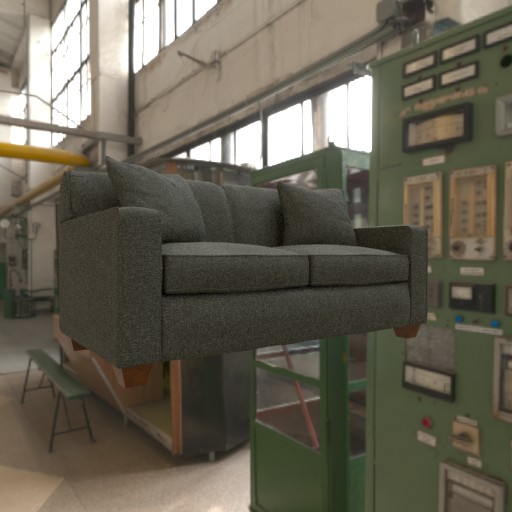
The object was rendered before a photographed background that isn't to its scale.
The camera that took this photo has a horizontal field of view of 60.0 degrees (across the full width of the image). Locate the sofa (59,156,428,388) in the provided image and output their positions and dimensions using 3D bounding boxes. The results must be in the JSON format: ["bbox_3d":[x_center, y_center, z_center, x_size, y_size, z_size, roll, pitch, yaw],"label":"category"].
[{"bbox_3d":[0.000,0.000,2.447,1.846,0.958,0.998,0,0,-35],"label":"sofa"}]
